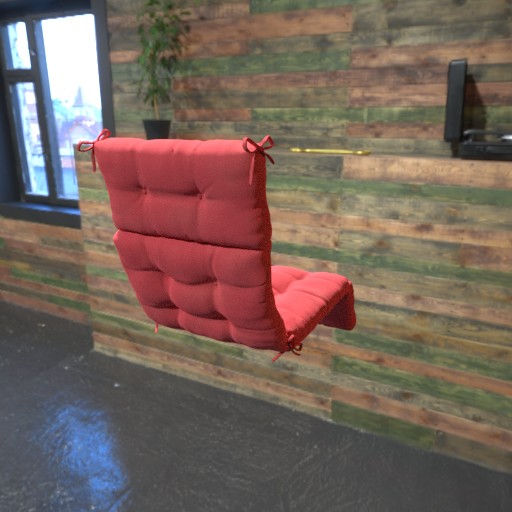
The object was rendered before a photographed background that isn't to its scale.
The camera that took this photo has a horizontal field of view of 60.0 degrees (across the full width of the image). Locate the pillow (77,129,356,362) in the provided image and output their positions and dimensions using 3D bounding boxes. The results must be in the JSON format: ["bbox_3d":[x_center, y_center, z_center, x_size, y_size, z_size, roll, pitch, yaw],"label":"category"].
[{"bbox_3d":[0.000,0.000,1.549,0.526,0.863,1.016,9,19,27],"label":"pillow"}]
